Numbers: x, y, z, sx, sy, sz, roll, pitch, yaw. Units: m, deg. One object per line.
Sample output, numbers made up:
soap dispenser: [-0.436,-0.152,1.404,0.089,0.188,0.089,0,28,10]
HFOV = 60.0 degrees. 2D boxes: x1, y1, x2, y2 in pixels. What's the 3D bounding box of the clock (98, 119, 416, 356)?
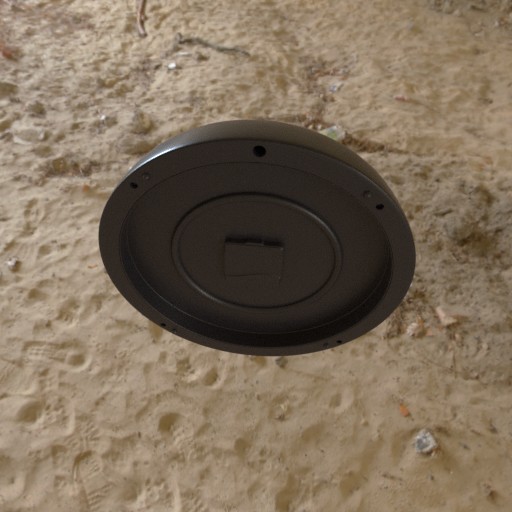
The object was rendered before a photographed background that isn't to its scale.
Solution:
clock: [0.000,0.000,0.447,0.300,0.300,0.060,4,47,4]
